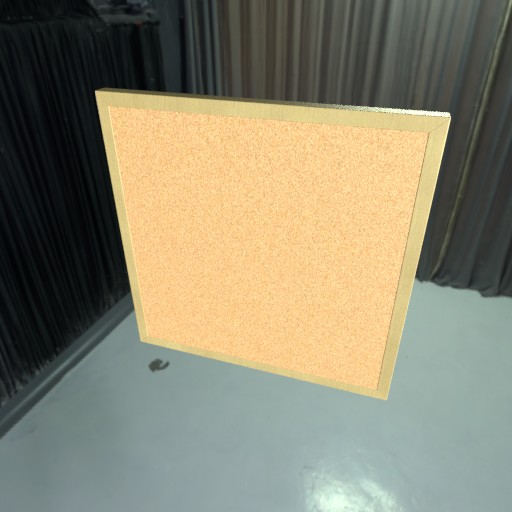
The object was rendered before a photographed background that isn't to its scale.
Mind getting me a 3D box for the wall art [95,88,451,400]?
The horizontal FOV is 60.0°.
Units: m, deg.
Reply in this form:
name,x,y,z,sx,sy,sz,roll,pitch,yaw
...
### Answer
name,x,y,z,sx,sy,sz,roll,pitch,yaw
wall art,0.000,0.000,1.127,0.763,0.763,0.037,10,33,15
